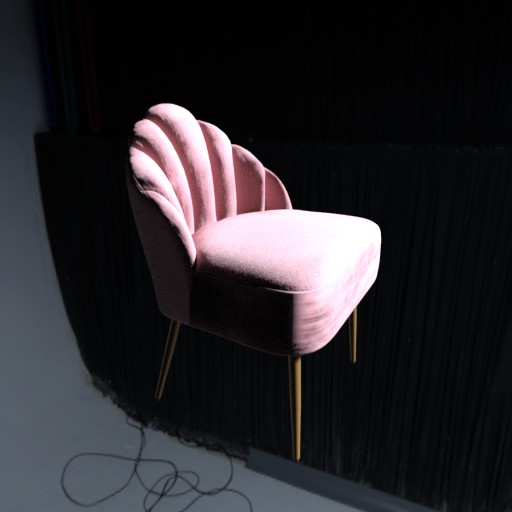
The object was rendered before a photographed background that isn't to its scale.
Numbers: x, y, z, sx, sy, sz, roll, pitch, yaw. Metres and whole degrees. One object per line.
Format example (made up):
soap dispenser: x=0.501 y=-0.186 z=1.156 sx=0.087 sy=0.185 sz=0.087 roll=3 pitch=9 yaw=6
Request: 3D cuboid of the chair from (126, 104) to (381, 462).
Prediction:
chair: x=0.000 y=0.000 z=1.248 sx=0.599 sy=0.819 sz=0.657 roll=9 pitch=19 yaw=26
